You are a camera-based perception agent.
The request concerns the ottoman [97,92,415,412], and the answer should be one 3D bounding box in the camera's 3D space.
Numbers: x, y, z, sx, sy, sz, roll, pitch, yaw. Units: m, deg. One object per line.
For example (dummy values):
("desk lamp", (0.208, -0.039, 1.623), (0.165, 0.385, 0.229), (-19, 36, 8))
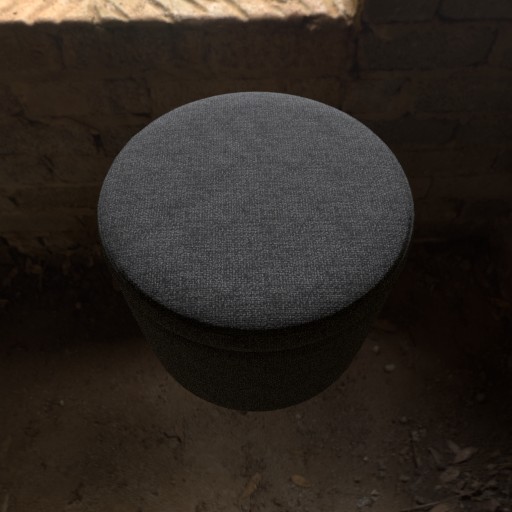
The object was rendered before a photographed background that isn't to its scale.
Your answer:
("ottoman", (0.000, 0.000, 0.886), (0.520, 0.430, 0.520), (0, 57, 0))
